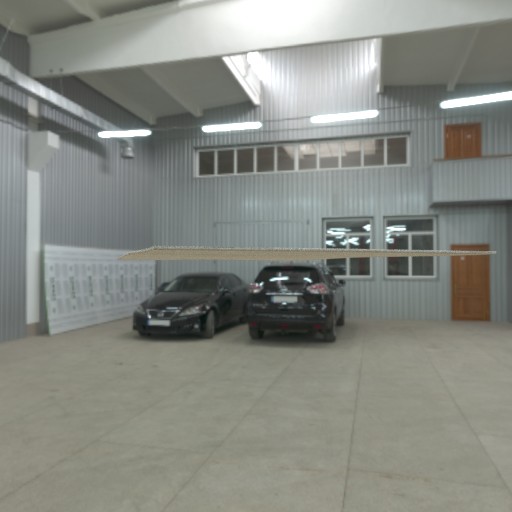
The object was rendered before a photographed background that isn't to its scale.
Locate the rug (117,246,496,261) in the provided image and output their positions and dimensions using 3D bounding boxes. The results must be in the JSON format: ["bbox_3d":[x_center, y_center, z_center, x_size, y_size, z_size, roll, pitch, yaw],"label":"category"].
[{"bbox_3d":[0.000,0.000,2.898,1.624,0.030,2.264,1,-2,-21],"label":"rug"}]
